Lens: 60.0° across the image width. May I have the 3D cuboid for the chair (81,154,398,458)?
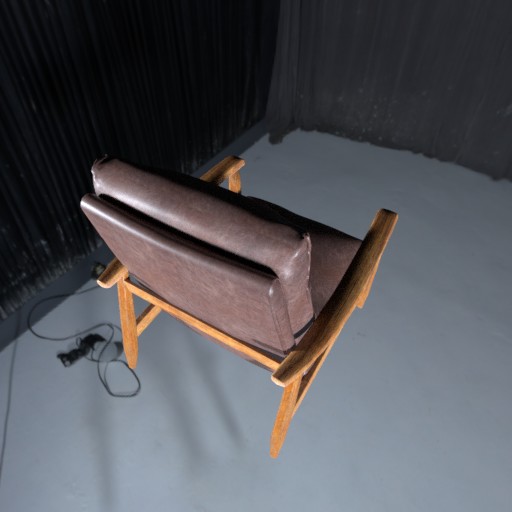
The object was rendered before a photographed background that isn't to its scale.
[{"bbox_3d":[0.000,0.000,1.545,0.782,0.897,0.830,24,50,22],"label":"chair"}]
